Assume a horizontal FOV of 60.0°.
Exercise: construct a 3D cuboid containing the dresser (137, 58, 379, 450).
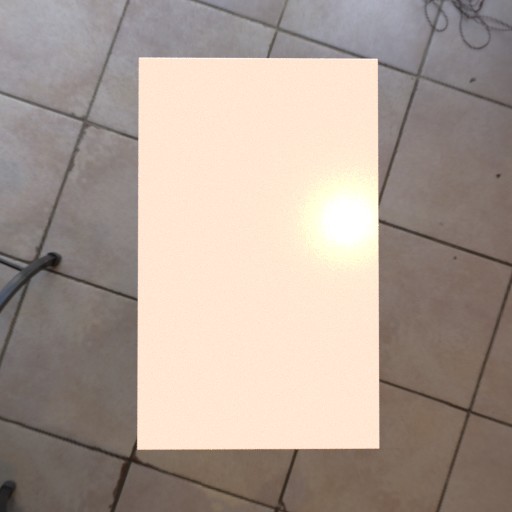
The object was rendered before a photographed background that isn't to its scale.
[{"bbox_3d":[0.000,0.000,1.136,0.400,0.800,0.650,0,89,-1],"label":"dresser"}]
